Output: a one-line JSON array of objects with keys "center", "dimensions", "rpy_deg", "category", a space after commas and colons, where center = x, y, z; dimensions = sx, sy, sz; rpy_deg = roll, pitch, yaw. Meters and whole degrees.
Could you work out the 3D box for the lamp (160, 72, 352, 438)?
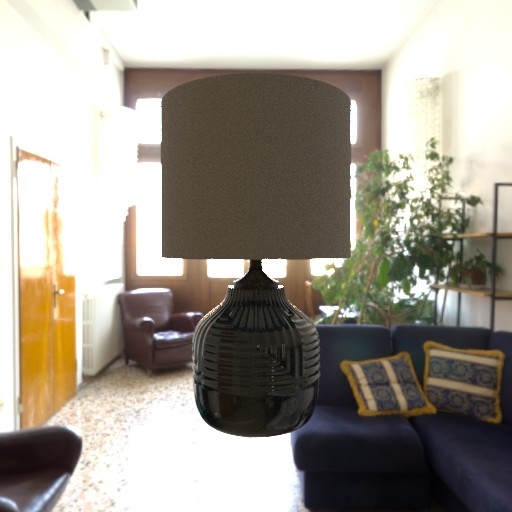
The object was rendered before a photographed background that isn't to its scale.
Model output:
[{"center": [0.000, 0.000, 0.758], "dimensions": [0.318, 0.567, 0.318], "rpy_deg": [0, 1, 0], "category": "lamp"}]
